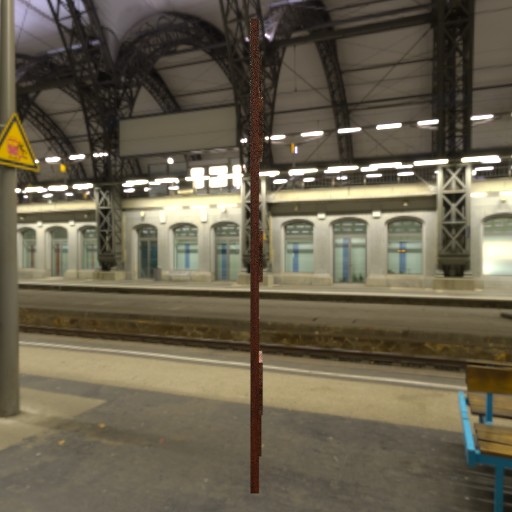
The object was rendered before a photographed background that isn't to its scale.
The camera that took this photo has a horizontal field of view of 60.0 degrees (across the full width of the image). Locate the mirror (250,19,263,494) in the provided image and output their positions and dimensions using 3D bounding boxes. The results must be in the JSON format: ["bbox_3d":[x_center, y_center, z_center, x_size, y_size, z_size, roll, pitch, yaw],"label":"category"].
[{"bbox_3d":[0.000,0.000,1.050,0.021,0.805,0.600,0,0,0],"label":"mirror"}]
